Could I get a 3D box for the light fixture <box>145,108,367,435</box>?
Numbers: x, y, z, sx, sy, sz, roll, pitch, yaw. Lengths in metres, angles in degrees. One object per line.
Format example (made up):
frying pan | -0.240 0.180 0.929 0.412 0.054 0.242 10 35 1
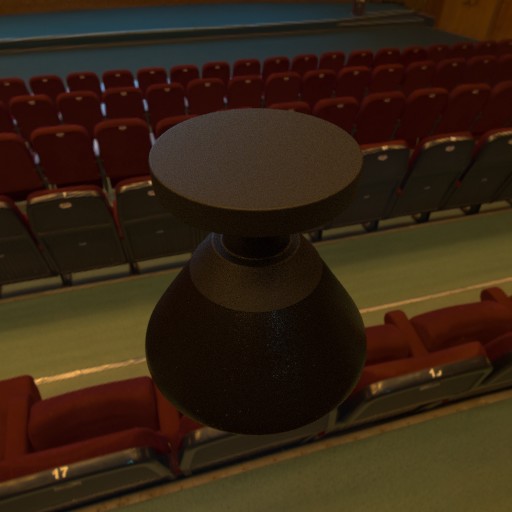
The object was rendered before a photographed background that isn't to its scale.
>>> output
light fixture | 0.000 0.000 0.349 0.200 0.183 0.200 0 40 0
